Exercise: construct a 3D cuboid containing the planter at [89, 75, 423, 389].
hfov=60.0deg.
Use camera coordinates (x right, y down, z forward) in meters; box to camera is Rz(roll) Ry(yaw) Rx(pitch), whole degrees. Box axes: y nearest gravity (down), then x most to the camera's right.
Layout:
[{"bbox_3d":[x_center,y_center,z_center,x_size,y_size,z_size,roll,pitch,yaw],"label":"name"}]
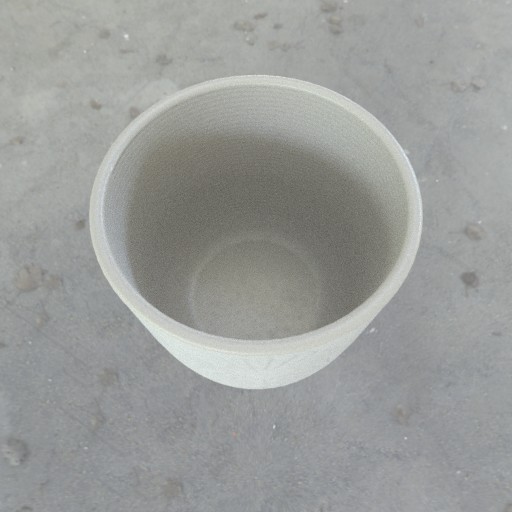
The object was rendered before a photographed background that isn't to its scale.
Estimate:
[{"bbox_3d":[0.000,0.000,0.214,0.124,0.109,0.124,0,63,0],"label":"planter"}]
